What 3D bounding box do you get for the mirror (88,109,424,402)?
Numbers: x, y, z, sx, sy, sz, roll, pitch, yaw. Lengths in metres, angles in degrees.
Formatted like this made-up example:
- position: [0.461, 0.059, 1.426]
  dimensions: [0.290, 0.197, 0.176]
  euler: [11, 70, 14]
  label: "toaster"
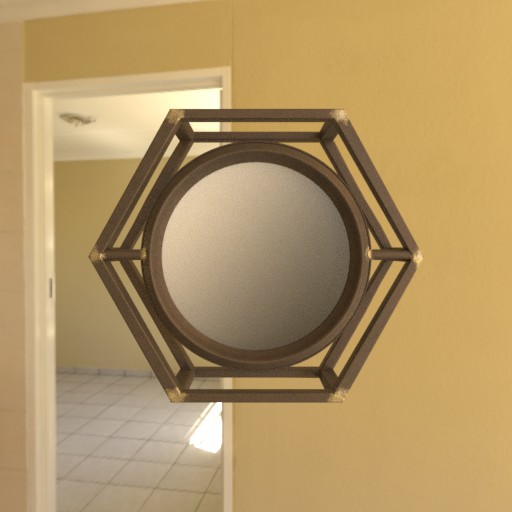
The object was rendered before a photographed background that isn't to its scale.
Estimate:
- position: [0.000, 0.000, 0.556]
  dimensions: [0.380, 0.334, 0.119]
  euler: [0, 1, 0]
  label: "mirror"
